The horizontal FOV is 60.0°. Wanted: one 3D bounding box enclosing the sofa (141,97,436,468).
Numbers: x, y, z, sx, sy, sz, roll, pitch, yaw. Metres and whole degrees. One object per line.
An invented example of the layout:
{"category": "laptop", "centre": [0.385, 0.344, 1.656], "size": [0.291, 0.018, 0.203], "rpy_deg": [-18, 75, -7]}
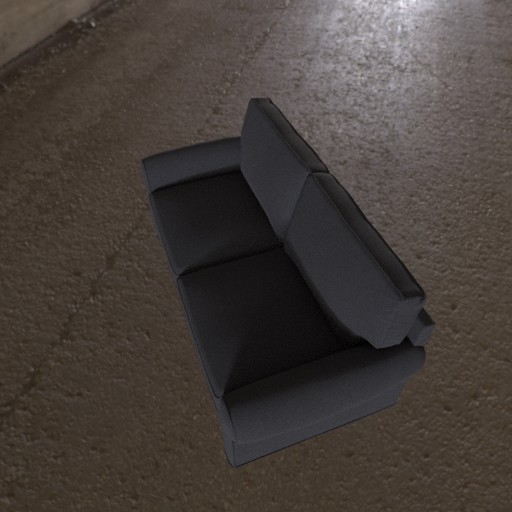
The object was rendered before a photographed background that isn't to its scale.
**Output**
{"category": "sofa", "centre": [0.000, 0.000, 2.525], "size": [0.951, 1.031, 2.009], "rpy_deg": [-15, 49, -14]}
